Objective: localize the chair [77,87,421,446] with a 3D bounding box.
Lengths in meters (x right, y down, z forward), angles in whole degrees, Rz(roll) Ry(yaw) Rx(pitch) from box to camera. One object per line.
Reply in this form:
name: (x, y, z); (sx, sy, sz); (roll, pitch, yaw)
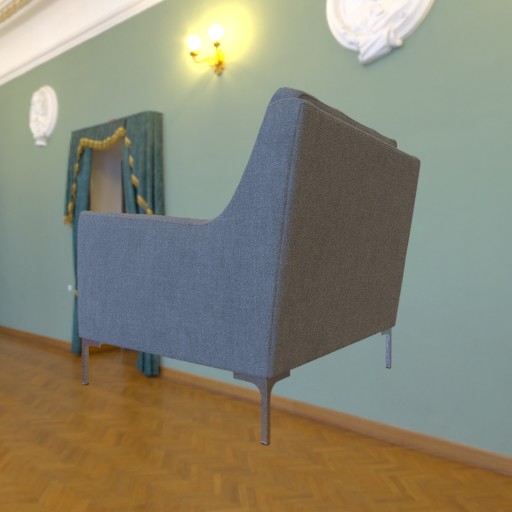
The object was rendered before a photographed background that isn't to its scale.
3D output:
chair: (0.000, 0.000, 1.496); (0.849, 0.828, 0.847); (1, 2, 37)
